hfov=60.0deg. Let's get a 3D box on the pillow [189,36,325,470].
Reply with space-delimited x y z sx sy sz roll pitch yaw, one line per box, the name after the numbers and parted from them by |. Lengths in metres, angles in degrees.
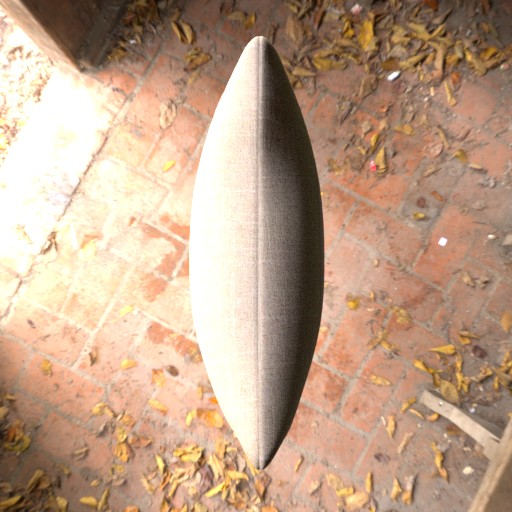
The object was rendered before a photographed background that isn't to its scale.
0.000 0.000 0.616 0.173 0.399 0.414 0 88 -1 | pillow
